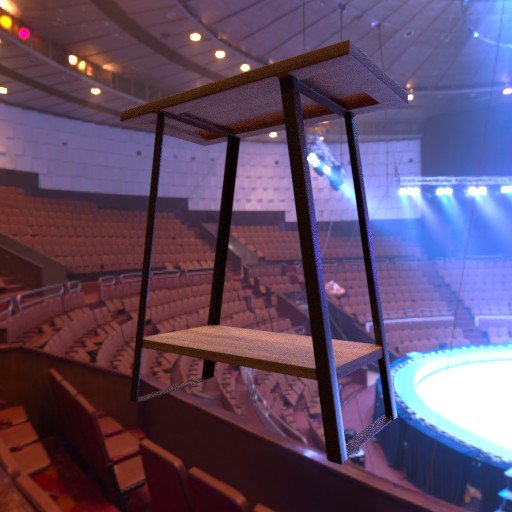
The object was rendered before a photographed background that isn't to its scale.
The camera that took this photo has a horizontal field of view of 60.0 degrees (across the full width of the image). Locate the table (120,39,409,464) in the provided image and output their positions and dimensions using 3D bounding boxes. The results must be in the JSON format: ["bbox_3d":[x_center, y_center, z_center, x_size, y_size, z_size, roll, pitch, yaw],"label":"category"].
[{"bbox_3d":[0.000,0.000,1.014,0.599,0.701,0.300,0,0,37],"label":"table"}]
